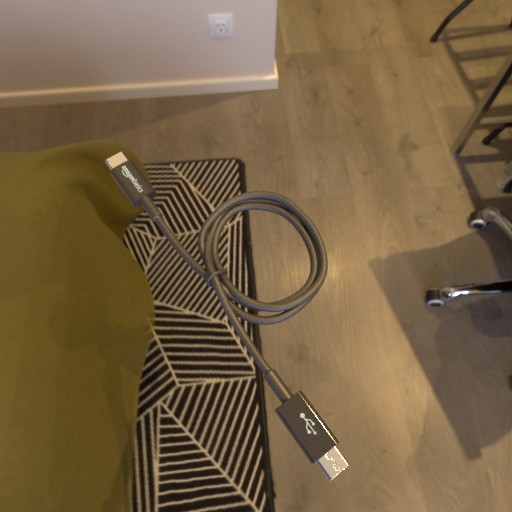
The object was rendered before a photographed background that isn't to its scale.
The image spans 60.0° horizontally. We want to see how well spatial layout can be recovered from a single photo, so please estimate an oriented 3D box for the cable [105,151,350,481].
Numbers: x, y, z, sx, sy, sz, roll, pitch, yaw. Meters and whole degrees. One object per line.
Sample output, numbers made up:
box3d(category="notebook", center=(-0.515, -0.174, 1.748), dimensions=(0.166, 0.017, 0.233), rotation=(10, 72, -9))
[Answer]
box3d(category="cable", center=(0.000, 0.000, 0.214), dimensions=(0.070, 0.014, 0.192), rotation=(-33, 69, -15))
